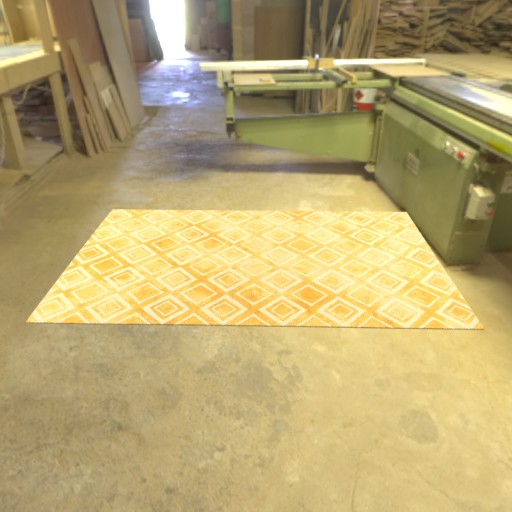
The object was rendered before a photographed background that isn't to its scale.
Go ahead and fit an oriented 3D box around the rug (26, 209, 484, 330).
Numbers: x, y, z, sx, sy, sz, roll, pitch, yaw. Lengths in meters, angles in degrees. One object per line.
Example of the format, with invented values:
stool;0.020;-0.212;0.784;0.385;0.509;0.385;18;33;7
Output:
rug;0.000;0.000;2.990;2.424;0.010;1.511;1;29;1
